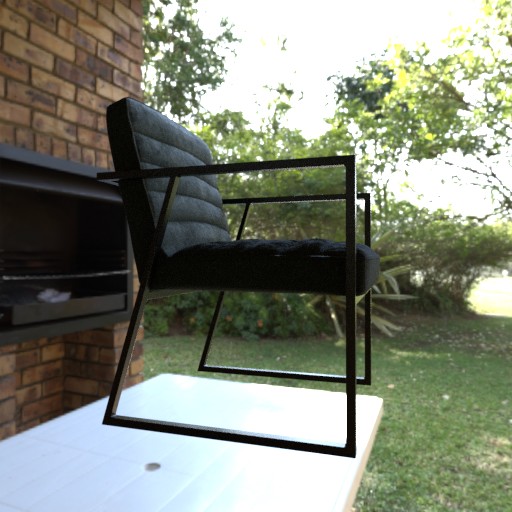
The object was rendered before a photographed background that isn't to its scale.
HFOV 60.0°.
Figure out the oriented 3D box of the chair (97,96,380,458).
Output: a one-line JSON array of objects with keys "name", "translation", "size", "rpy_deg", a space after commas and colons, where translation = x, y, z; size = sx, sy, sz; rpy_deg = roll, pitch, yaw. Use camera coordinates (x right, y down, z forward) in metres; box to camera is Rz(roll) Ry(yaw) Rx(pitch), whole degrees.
[{"name": "chair", "translation": [0.000, 0.000, 1.272], "size": [0.677, 0.833, 0.571], "rpy_deg": [0, 0, 18]}]
